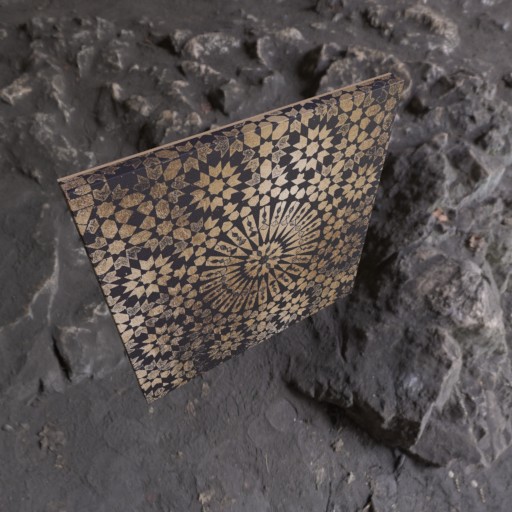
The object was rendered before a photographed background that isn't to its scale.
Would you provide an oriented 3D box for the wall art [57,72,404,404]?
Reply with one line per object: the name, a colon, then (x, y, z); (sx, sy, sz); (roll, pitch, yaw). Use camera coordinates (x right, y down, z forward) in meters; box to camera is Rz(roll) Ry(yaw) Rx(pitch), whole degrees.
wall art: (0.000, 0.000, 0.919); (0.612, 0.612, 0.038); (-25, 51, -22)
